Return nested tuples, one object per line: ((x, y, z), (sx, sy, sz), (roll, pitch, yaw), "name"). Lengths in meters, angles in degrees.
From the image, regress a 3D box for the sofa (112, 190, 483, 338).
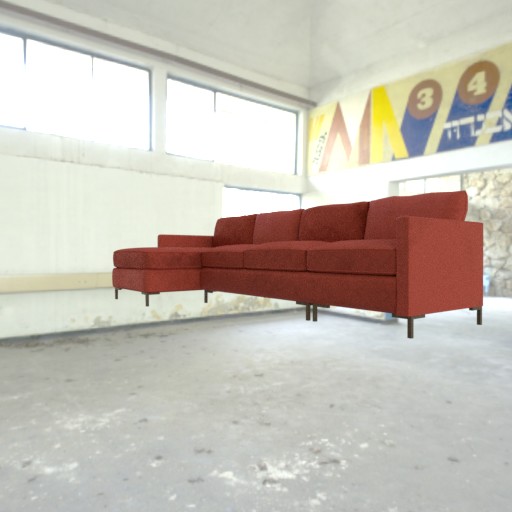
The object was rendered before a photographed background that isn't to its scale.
((0.000, 0.000, 4.043), (1.500, 0.967, 3.400), (0, 0, -37), "sofa")
